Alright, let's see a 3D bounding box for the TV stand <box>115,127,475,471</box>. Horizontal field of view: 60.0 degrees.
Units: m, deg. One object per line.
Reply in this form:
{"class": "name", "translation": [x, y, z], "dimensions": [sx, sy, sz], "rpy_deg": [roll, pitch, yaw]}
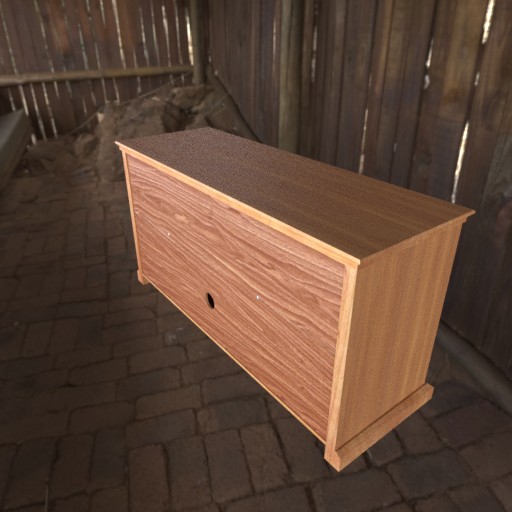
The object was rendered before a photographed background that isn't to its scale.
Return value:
{"class": "TV stand", "translation": [0.000, 0.000, 1.489], "dimensions": [0.417, 0.607, 1.181], "rpy_deg": [-20, 34, -33]}
